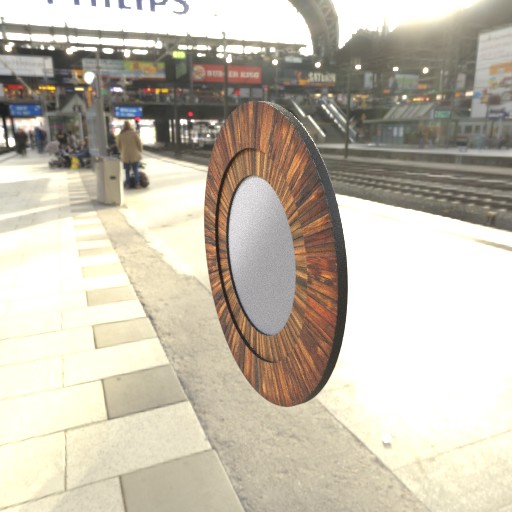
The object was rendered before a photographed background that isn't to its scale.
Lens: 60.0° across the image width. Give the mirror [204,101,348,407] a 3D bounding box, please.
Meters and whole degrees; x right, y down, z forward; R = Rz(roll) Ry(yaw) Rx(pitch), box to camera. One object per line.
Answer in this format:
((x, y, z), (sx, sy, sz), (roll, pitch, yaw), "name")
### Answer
((0.000, 0.000, 1.634), (0.036, 1.077, 1.077), (-7, 17, -24), "mirror")
